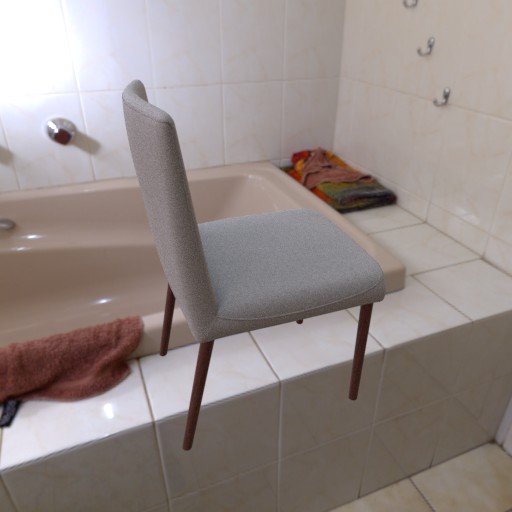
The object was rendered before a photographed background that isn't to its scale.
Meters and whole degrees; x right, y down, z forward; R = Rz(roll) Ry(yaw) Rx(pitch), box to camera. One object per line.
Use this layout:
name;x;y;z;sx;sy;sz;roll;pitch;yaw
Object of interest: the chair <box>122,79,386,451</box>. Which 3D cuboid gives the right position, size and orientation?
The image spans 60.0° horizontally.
chair;0.000;0.000;1.177;0.570;0.859;0.456;-10;32;-17
